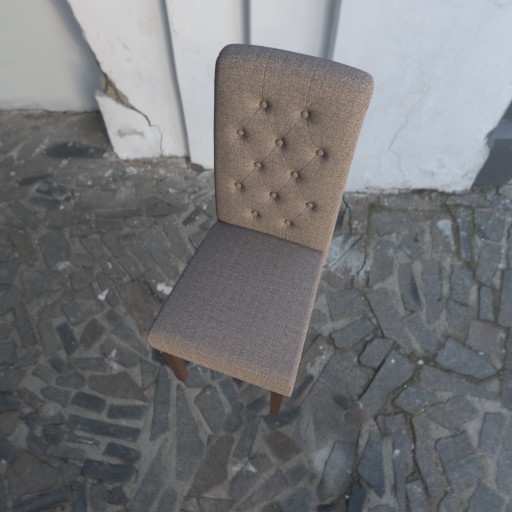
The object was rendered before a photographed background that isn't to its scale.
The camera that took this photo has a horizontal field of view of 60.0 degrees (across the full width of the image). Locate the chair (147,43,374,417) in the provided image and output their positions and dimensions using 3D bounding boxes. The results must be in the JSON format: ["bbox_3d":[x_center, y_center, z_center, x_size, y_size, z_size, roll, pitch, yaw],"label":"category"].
[{"bbox_3d":[0.000,0.000,1.379,0.456,1.006,0.671,17,59,11],"label":"chair"}]
